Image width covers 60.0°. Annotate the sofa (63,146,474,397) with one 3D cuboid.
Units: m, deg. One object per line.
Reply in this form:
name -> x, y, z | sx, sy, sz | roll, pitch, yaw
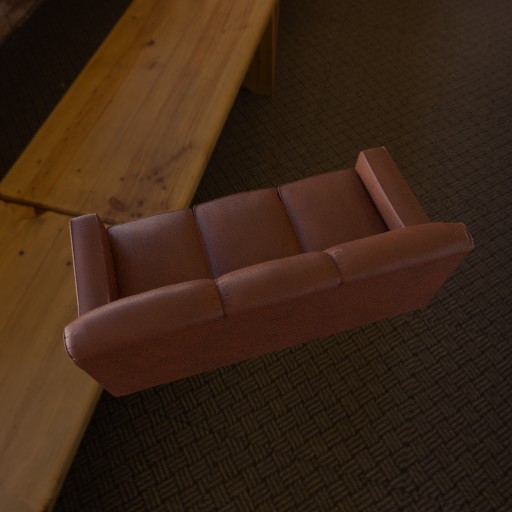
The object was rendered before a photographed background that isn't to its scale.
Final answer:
sofa -> 0.000, 0.000, 2.639 | 2.039, 0.953, 1.008 | -15, 61, -8
